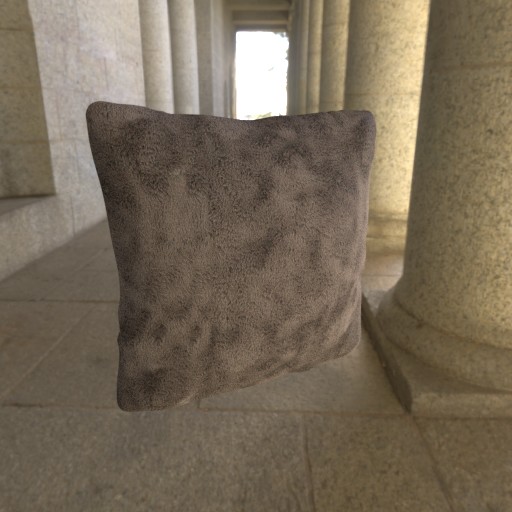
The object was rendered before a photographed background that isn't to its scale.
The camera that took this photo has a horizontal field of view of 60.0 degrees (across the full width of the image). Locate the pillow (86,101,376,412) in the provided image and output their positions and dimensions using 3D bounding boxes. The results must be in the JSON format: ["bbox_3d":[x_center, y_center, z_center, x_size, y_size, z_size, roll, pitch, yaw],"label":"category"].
[{"bbox_3d":[0.000,0.000,0.794,0.522,0.520,0.204,-9,20,-26],"label":"pillow"}]
